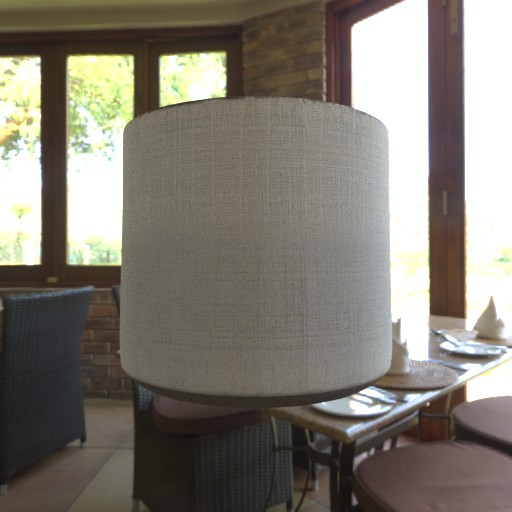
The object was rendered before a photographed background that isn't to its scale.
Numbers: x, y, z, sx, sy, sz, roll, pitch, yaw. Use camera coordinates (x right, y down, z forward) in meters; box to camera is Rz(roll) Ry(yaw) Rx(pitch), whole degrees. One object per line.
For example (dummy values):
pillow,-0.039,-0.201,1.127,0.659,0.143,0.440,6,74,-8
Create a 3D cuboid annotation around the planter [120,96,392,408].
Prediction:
planter,0.000,0.000,0.385,0.226,0.201,0.226,0,0,0
